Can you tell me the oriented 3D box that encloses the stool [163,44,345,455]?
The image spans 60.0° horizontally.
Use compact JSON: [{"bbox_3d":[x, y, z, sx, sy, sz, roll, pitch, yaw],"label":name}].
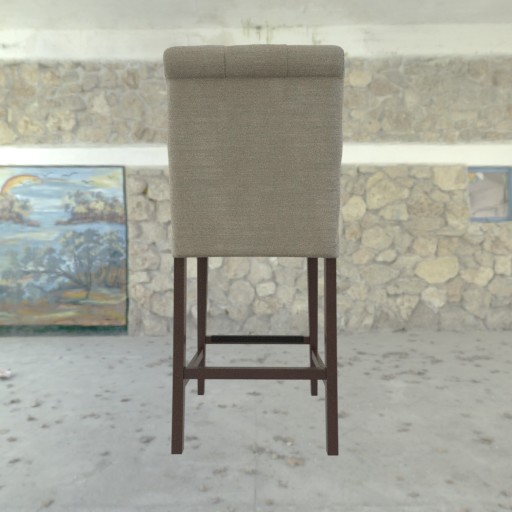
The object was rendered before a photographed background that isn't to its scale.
[{"bbox_3d":[0.000,0.000,1.430,0.486,1.084,0.660,0,0,1],"label":"stool"}]
